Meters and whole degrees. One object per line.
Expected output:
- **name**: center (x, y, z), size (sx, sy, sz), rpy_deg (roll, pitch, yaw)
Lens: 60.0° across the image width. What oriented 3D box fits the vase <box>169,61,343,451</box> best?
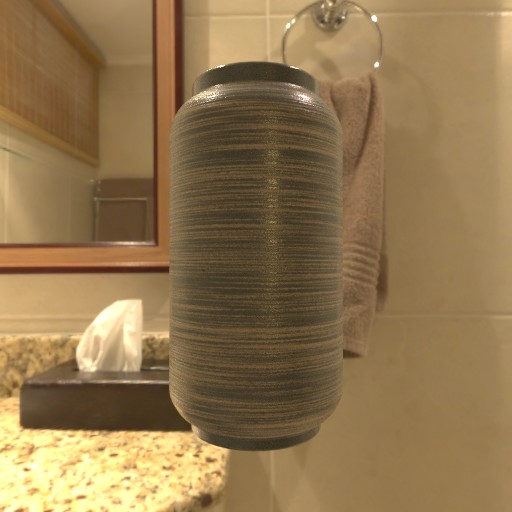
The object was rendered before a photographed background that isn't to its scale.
- **vase**: center (0.000, 0.000, 0.302), size (0.116, 0.230, 0.116), rpy_deg (0, -1, 0)
